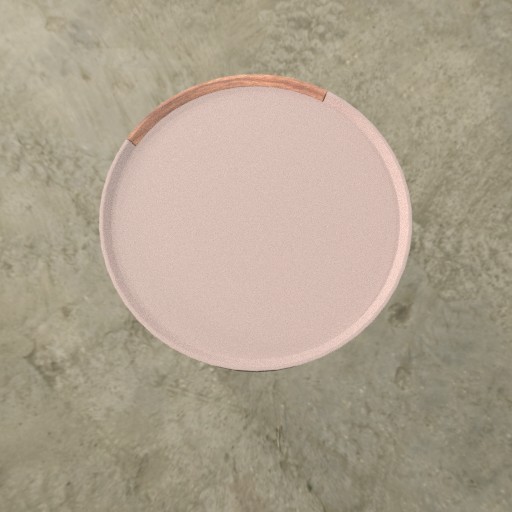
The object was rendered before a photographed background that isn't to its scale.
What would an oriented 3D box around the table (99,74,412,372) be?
[{"bbox_3d":[0.000,0.000,0.891,0.450,0.530,0.450,0,76,0],"label":"table"}]
